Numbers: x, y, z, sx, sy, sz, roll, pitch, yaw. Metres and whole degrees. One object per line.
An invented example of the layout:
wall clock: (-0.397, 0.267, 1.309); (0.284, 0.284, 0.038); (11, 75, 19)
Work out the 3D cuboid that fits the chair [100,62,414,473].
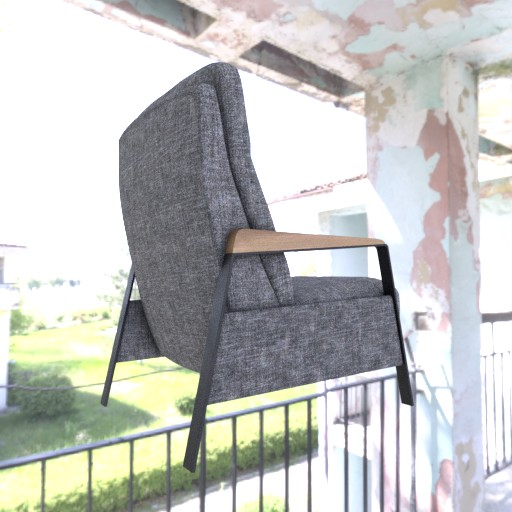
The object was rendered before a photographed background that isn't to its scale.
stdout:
chair: (0.000, 0.000, 1.568); (0.868, 1.042, 0.671); (2, -3, -37)
